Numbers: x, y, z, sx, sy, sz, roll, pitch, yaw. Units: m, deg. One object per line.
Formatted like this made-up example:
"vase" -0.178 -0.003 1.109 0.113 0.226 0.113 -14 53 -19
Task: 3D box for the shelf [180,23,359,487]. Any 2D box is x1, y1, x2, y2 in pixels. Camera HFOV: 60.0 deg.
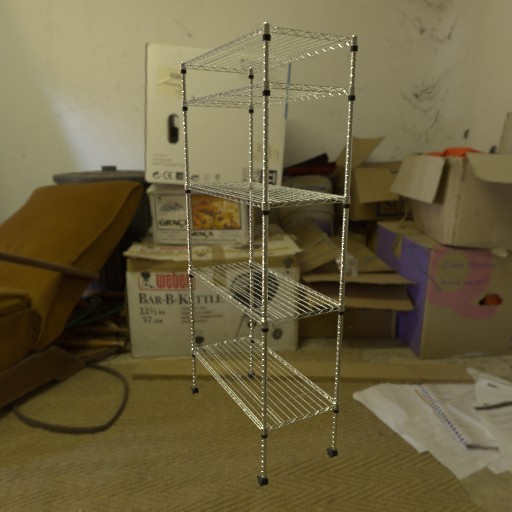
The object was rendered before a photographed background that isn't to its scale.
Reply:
"shelf" 0.000 0.000 1.863 0.356 1.587 0.762 -8 16 -27
